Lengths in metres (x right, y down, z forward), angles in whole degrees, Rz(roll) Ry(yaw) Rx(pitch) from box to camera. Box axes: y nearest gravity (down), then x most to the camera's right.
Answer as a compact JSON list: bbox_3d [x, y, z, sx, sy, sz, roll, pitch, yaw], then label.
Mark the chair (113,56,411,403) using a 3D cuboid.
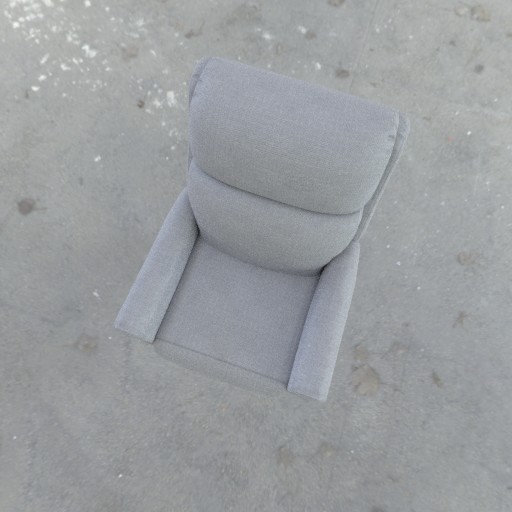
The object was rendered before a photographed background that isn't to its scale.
[{"bbox_3d":[0.000,0.000,1.782,0.838,1.054,1.014,18,75,5],"label":"chair"}]
